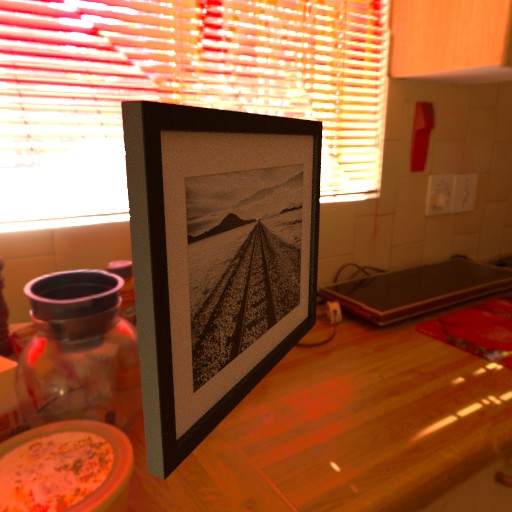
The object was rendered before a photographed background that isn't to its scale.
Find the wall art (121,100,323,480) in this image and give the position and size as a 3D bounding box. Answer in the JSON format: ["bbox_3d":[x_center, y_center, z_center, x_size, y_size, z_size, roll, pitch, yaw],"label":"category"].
[{"bbox_3d":[0.000,0.000,0.751,0.029,0.458,0.559,7,16,26],"label":"wall art"}]
